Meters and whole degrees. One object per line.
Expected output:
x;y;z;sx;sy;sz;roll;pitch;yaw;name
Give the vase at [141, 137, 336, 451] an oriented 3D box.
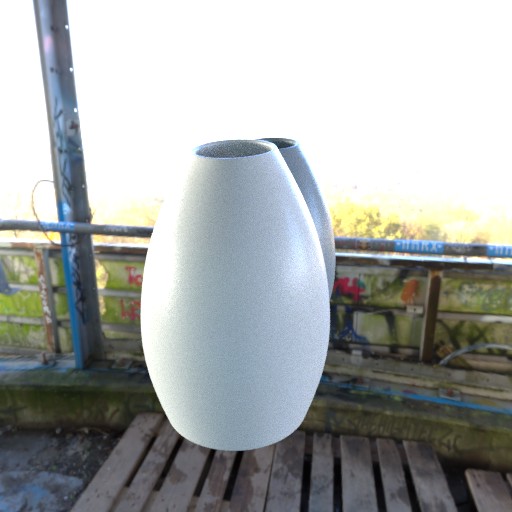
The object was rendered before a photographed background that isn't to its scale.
0.000;0.000;0.255;0.089;0.131;0.187;3;16;11;vase
